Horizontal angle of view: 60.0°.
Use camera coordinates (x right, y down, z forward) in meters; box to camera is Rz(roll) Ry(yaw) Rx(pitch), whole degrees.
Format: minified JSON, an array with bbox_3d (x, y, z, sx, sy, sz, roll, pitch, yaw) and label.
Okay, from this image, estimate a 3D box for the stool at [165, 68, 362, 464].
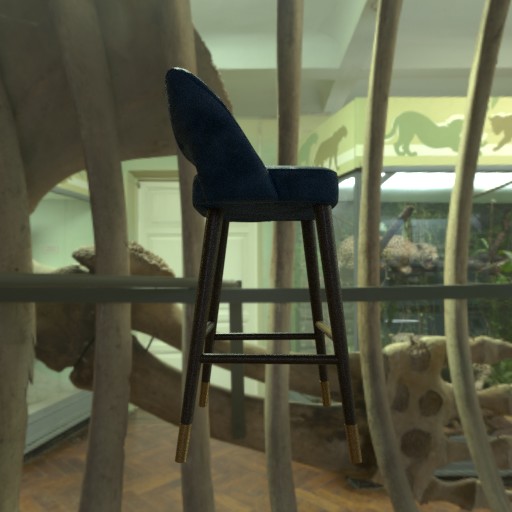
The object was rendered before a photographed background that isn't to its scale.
[{"bbox_3d":[0.000,0.000,1.314,0.515,1.016,0.514,0,-2,0],"label":"stool"}]
